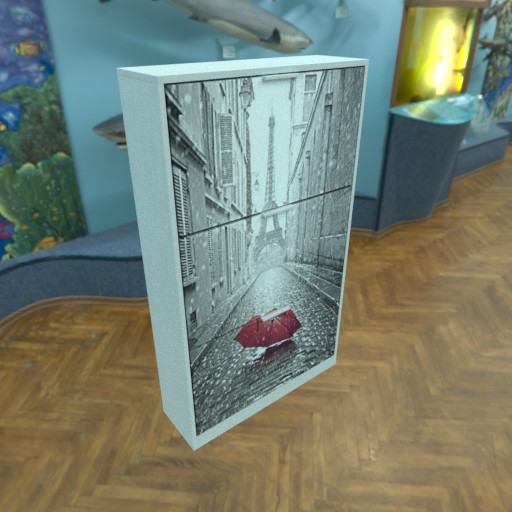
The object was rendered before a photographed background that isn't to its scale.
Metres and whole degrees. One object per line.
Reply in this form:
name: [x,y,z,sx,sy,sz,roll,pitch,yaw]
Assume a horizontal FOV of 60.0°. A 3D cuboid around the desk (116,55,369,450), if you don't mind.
desk: [0.000,0.000,1.600,0.750,1.280,0.250,-20,34,-33]
